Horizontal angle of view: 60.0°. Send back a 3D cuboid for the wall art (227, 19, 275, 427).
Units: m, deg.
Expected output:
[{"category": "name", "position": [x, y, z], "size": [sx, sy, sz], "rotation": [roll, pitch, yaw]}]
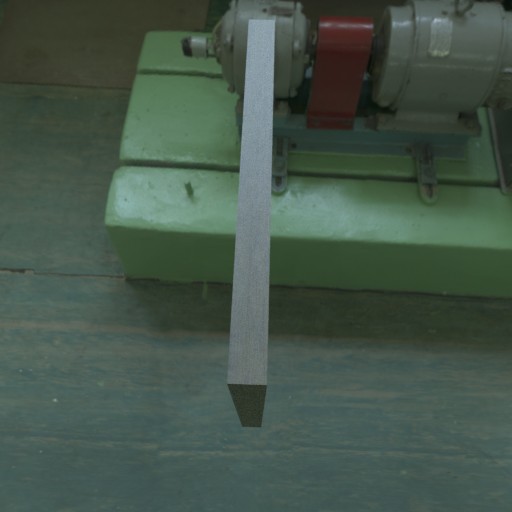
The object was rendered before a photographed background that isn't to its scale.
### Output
[{"category": "wall art", "position": [0.000, 0.000, 0.753], "size": [0.037, 0.507, 0.507], "rotation": [2, 65, 1]}]
